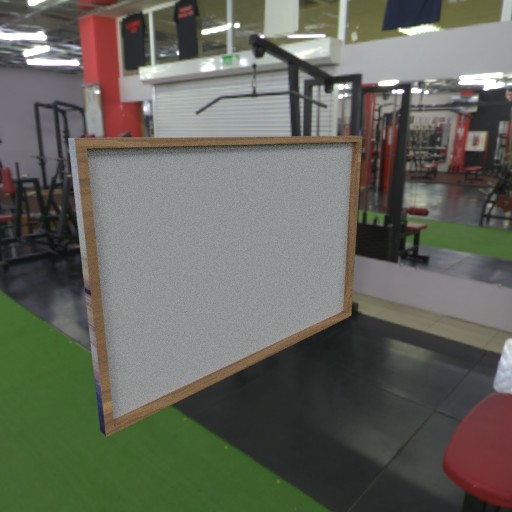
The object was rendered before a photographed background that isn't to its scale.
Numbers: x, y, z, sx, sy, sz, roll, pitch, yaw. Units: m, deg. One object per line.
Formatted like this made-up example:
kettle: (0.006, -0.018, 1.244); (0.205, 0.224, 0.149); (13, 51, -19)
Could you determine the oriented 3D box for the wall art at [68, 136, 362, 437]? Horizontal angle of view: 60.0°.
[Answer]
wall art: (0.000, 0.000, 1.455); (1.137, 0.756, 0.034); (-15, 21, -43)
